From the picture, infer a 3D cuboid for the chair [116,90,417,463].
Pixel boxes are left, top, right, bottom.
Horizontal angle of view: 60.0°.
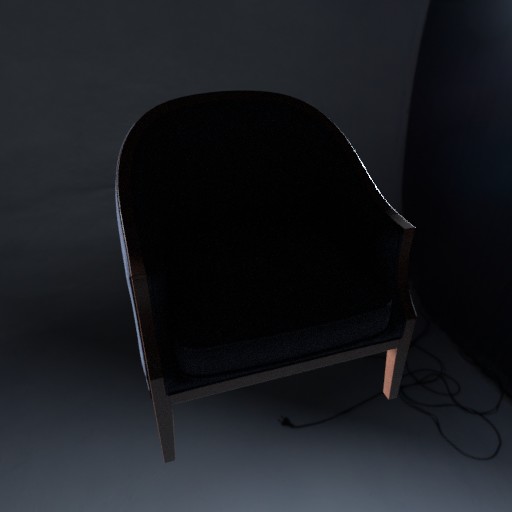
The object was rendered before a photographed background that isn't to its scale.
[{"bbox_3d":[0.000,0.000,1.420,0.803,0.876,0.735,-10,33,-15],"label":"chair"}]
